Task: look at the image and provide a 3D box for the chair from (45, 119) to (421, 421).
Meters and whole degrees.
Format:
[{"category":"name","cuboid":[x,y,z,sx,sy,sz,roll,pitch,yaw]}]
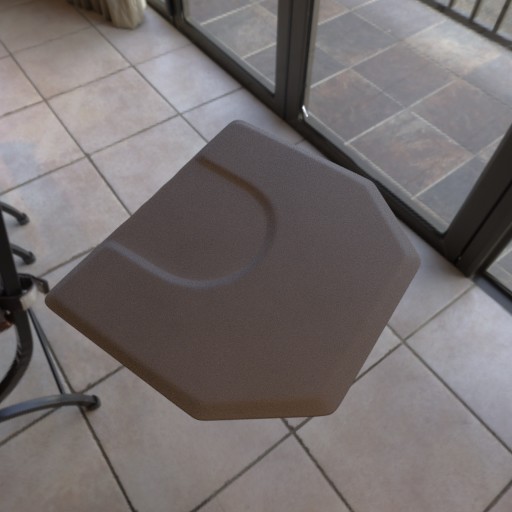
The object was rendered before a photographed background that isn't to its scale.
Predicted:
[{"category":"chair","cuboid":[0.000,0.000,1.932,1.219,0.024,1.372,30,62,18]}]
